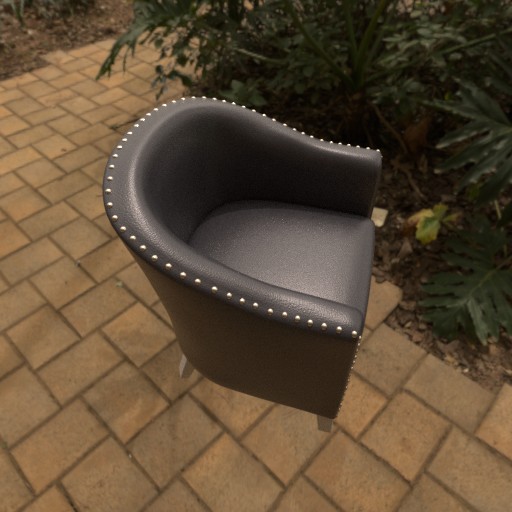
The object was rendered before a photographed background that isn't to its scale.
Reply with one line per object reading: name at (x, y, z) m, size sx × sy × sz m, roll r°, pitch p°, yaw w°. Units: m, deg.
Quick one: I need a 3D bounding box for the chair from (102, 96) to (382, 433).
chair at (0.000, 0.000, 1.456) m, size 0.748 × 0.823 × 0.794 m, roll 11°, pitch 47°, yaw 10°
